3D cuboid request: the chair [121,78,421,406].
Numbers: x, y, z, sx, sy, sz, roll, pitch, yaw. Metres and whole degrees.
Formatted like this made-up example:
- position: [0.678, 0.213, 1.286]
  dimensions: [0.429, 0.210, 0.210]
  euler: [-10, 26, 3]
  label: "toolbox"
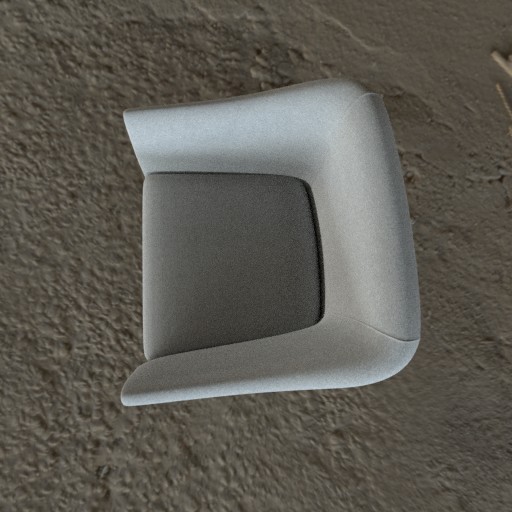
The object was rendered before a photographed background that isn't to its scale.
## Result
- position: [0.000, 0.000, 1.338]
  dimensions: [0.700, 0.720, 0.790]
  euler: [-4, 75, -1]
  label: "chair"
